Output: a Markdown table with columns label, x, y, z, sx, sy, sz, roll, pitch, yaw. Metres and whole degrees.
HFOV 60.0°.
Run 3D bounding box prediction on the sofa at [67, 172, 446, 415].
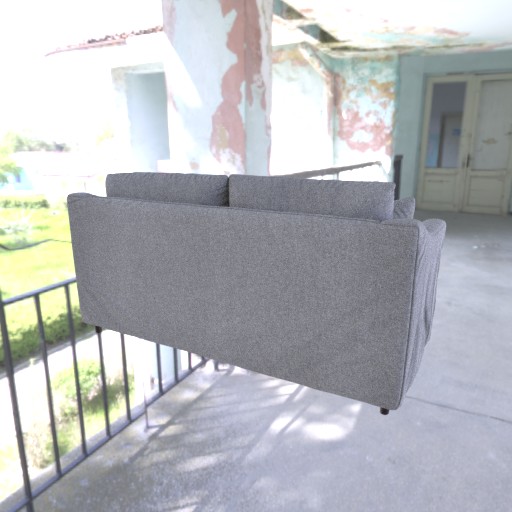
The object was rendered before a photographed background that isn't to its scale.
| label | x | y | z | sx | sy | sz | roll | pitch | yaw |
| --- | --- | --- | --- | --- | --- | --- | --- | --- | --- |
| sofa | 0.000 | 0.000 | 2.677 | 2.010 | 1.018 | 1.072 | 8 | 17 | 27 |
